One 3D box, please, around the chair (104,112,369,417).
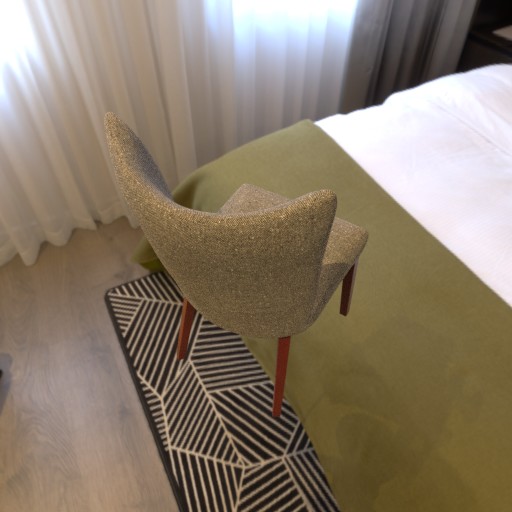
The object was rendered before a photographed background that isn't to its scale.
[{"bbox_3d":[0.000,0.000,1.282,0.535,0.924,0.623,24,52,21],"label":"chair"}]
